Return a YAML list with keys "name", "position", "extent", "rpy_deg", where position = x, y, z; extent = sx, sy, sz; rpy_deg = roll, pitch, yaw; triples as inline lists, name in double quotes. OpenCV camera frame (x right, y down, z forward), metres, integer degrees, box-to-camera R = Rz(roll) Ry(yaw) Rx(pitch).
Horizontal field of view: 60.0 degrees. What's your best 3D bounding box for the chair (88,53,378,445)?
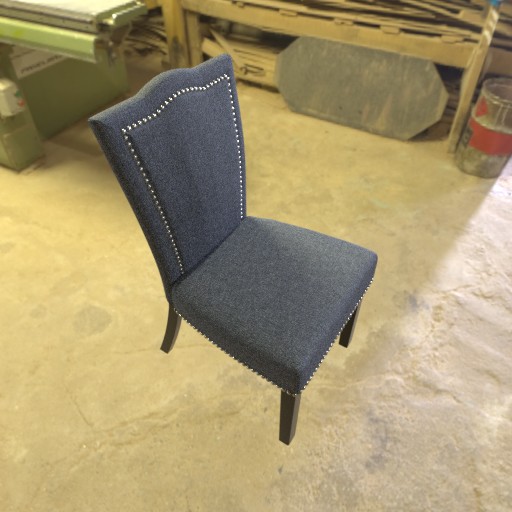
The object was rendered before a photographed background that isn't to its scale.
- name: "chair"
  position: [0.000, 0.000, 1.287]
  extent: [0.589, 0.946, 0.518]
  rpy_deg: [24, 48, 24]
